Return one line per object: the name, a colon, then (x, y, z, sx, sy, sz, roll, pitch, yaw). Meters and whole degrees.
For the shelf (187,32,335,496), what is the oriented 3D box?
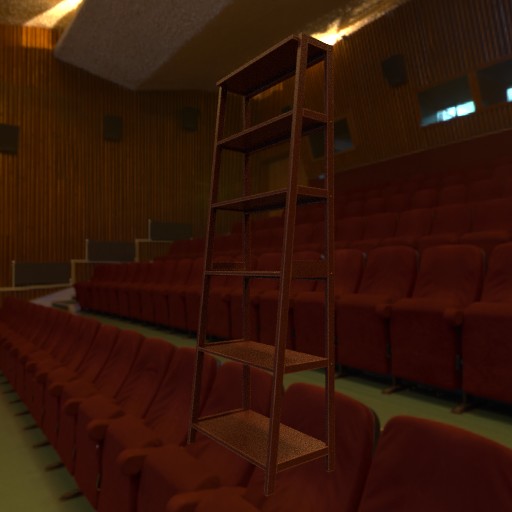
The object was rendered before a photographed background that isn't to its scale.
shelf: (0.000, 0.000, 2.126, 0.381, 1.892, 0.660, 1, -2, -37)
